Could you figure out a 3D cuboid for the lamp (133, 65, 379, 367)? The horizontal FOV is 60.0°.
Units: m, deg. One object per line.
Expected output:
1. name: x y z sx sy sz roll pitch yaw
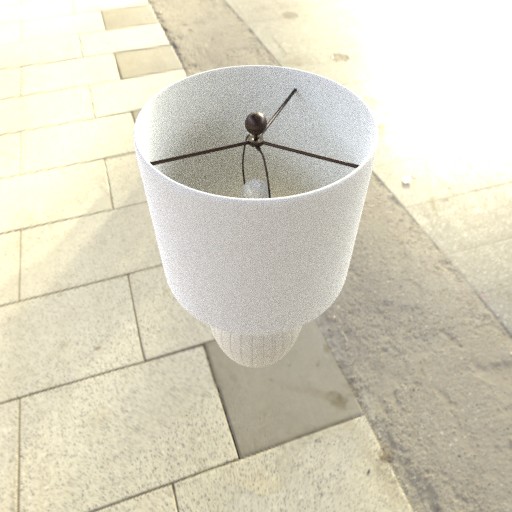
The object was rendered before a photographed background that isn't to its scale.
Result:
1. lamp: 0.000 0.000 0.801 0.328 0.570 0.328 0 48 0
